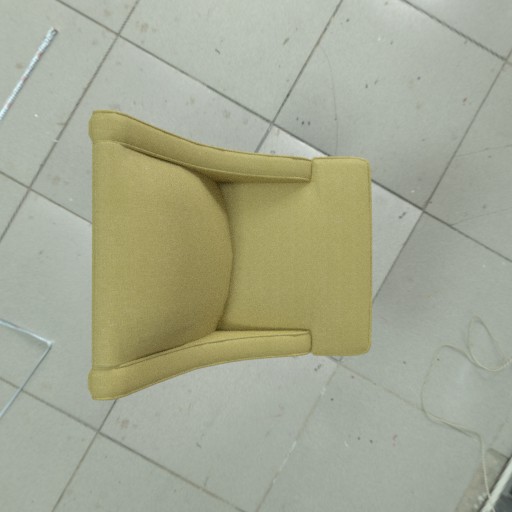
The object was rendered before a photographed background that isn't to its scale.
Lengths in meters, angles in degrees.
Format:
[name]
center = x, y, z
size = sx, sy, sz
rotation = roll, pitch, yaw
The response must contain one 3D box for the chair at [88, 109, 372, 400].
[chair]
center = 0.000, 0.000, 1.474
size = 0.814, 0.896, 0.696
rotation = 0, 90, -2
